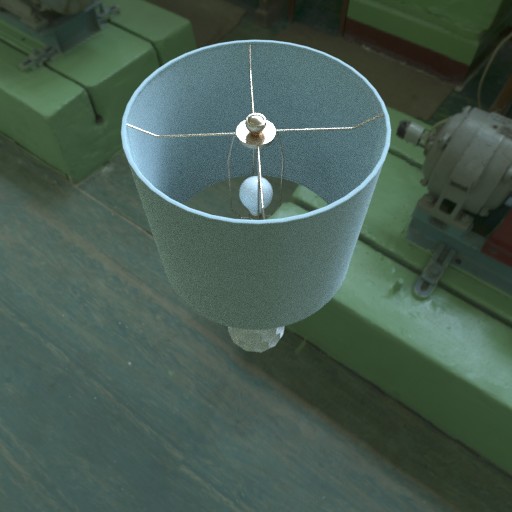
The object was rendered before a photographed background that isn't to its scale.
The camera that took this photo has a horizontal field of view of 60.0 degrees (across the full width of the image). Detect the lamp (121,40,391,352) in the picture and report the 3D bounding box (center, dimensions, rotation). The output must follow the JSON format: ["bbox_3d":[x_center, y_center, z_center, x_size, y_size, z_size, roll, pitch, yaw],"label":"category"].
[{"bbox_3d":[0.000,0.000,0.684,0.277,0.534,0.277,31,62,18],"label":"lamp"}]
